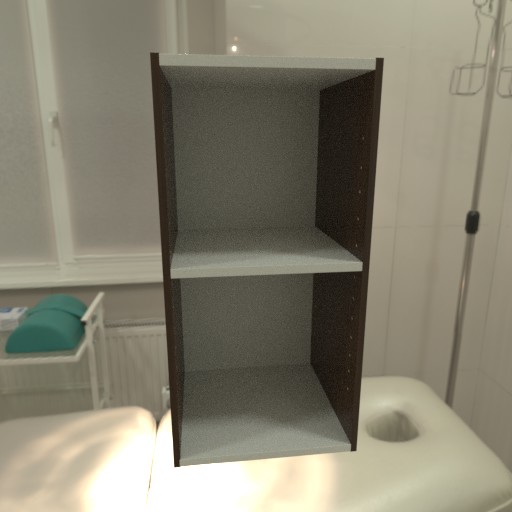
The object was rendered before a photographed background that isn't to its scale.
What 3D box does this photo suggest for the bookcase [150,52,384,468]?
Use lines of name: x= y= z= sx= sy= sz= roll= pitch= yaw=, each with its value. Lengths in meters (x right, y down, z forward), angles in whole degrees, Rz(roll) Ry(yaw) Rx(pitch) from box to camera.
bookcase: x=0.000 y=0.000 z=0.773 sx=0.300 sy=0.600 sz=0.290 roll=-2 pitch=15 yaw=-7
